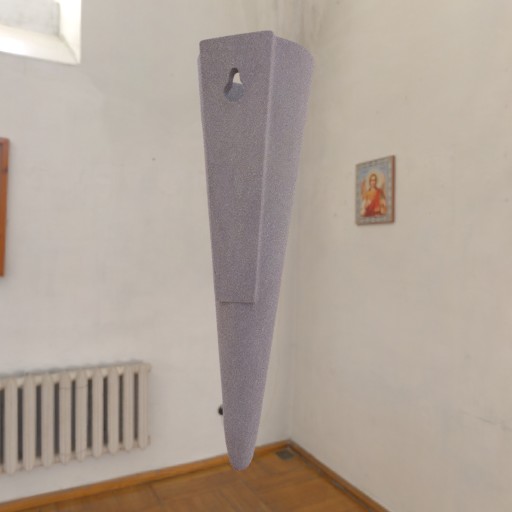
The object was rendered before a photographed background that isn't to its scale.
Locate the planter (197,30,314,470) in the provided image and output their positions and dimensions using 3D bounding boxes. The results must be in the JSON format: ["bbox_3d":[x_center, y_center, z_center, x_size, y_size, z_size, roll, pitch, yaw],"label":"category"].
[{"bbox_3d":[0.000,0.000,0.301,0.078,0.259,0.087,0,1,17],"label":"planter"}]
